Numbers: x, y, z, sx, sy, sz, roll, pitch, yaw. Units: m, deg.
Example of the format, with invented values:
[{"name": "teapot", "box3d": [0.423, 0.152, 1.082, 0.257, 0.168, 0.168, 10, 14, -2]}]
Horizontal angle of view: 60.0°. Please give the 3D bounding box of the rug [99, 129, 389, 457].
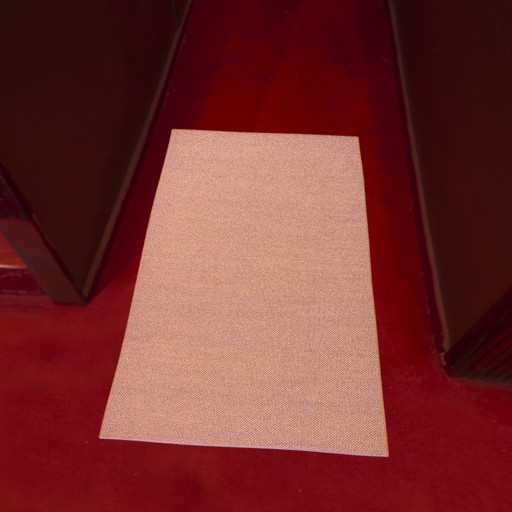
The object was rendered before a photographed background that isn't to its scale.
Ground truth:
[{"name": "rug", "box3d": [0.000, 0.000, 2.078, 1.078, 0.013, 1.678, 3, 57, 2]}]
